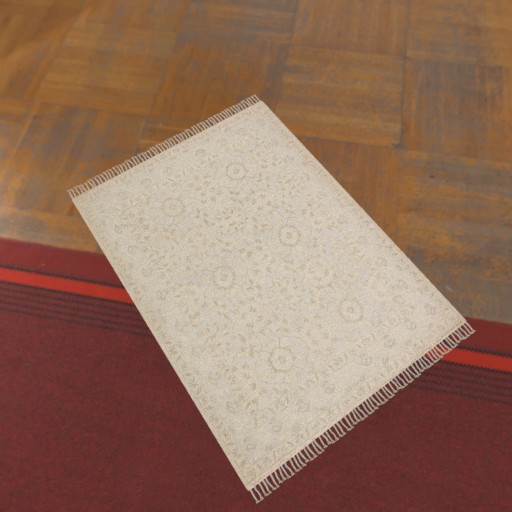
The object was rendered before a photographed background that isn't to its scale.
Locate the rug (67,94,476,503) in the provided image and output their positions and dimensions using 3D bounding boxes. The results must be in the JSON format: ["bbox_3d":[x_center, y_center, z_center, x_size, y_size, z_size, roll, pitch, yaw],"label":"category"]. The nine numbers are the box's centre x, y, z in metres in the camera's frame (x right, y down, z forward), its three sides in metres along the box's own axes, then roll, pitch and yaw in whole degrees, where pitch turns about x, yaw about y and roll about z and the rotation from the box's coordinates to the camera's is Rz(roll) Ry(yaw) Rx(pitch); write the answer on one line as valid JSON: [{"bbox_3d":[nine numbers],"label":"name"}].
[{"bbox_3d":[0.000,0.000,2.195,1.223,0.015,1.771,-32,68,-14],"label":"rug"}]
